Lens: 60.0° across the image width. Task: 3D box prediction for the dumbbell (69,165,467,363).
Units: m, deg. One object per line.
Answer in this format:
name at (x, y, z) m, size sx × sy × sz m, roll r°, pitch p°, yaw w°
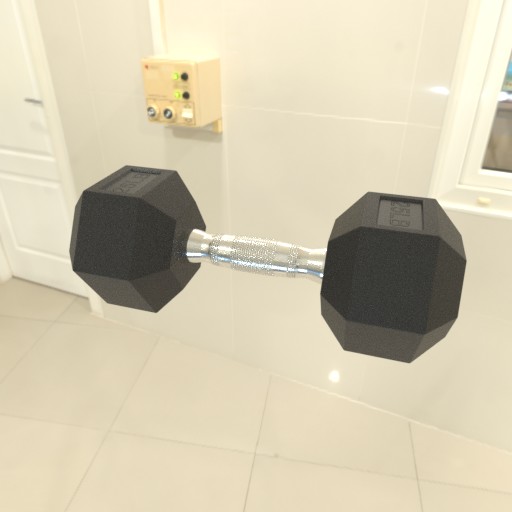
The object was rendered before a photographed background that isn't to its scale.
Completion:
dumbbell at (0.000, 0.000, 0.378) m, size 0.315 × 0.113 × 0.129 m, roll 9°, pitch 32°, yaw 14°
